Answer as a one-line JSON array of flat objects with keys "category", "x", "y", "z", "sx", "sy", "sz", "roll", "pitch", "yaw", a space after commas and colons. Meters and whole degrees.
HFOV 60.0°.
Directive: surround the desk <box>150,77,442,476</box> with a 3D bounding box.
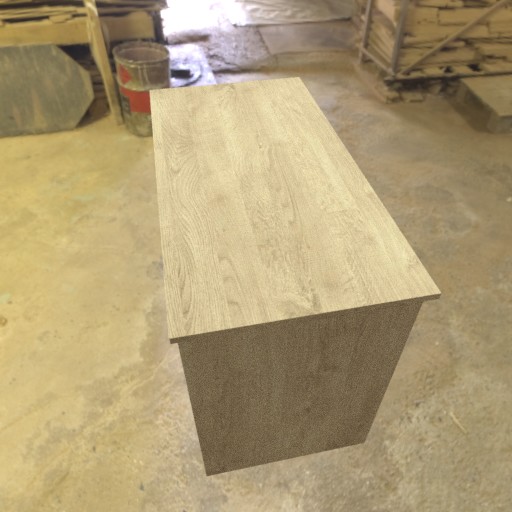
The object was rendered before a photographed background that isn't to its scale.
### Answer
[{"category": "desk", "x": 0.000, "y": 0.000, "z": 1.517, "sx": 0.560, "sy": 0.735, "sz": 1.097, "roll": -8, "pitch": 45, "yaw": -8}]
